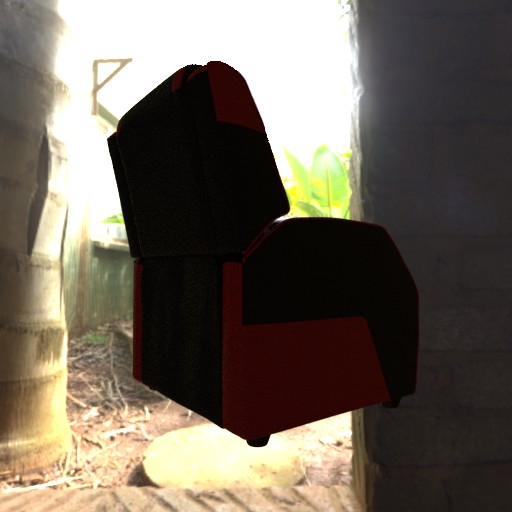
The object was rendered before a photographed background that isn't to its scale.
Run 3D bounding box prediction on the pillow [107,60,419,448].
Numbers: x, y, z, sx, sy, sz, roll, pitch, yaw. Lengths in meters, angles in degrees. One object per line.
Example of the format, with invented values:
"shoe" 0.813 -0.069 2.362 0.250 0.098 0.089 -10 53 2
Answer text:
"pillow" 0.000 0.000 1.259 0.672 0.805 0.620 1 -2 -36
